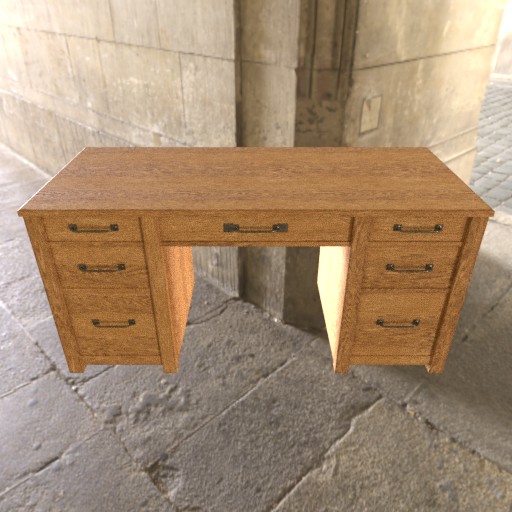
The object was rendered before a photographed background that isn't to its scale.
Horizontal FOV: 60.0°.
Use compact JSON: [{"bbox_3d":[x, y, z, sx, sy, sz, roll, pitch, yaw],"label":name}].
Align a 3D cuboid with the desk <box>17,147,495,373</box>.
[{"bbox_3d":[0.000,0.000,1.928,1.567,0.751,0.685,0,31,0],"label":"desk"}]
